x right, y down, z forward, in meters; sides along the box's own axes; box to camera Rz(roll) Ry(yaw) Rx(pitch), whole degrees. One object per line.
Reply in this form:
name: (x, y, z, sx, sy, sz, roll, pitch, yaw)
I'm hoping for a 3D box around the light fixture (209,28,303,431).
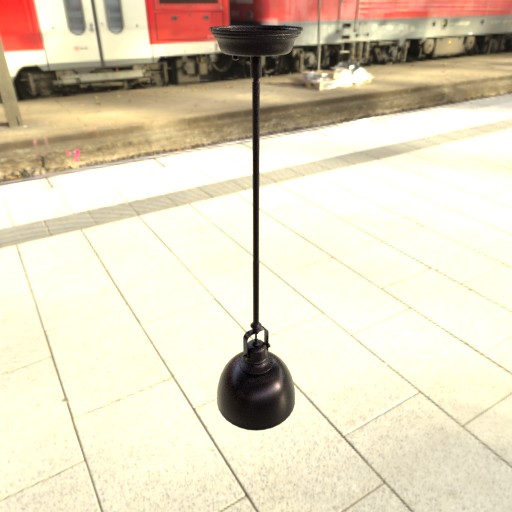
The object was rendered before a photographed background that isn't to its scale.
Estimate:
light fixture: (0.000, 0.000, 0.838, 0.182, 0.768, 0.182, -19, 35, -29)
